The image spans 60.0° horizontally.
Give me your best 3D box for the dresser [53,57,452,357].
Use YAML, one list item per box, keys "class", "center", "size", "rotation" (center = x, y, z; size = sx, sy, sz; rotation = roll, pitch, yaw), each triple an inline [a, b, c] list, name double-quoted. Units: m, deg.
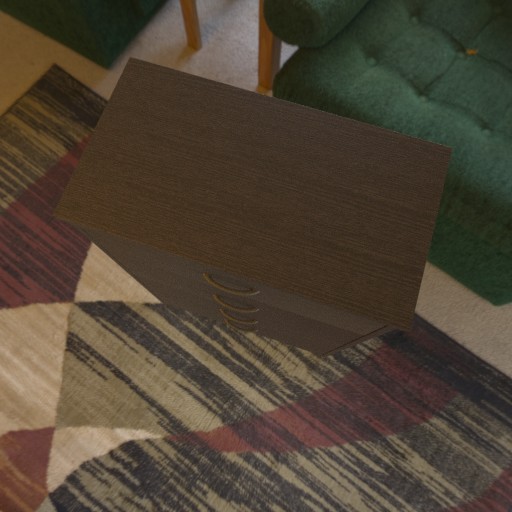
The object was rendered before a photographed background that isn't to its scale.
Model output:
- class: "dresser"
  center: [0.000, 0.000, 1.362]
  size: [0.704, 1.020, 0.399]
  rotation: [18, 75, 5]
